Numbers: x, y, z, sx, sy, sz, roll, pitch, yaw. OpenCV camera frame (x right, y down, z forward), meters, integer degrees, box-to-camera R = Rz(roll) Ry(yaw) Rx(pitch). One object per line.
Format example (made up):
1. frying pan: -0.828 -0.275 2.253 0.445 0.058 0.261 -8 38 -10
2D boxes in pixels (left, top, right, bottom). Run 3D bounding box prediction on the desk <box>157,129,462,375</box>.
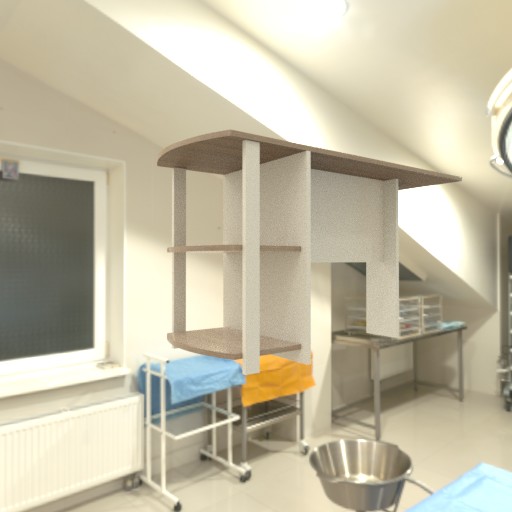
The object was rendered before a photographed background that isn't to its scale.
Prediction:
1. desk: 0.000 0.000 2.158 1.303 0.716 1.361 0 -1 -36
